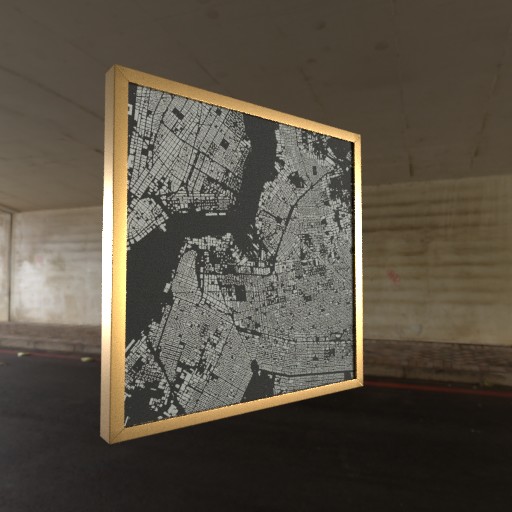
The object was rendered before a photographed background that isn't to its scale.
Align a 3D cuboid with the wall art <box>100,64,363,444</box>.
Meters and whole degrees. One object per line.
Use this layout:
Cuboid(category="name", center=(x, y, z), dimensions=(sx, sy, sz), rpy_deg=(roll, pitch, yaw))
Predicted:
Cuboid(category="wall art", center=(0.000, 0.000, 0.455), dimensions=(0.305, 0.305, 0.023), rpy_deg=(2, -3, -37))
